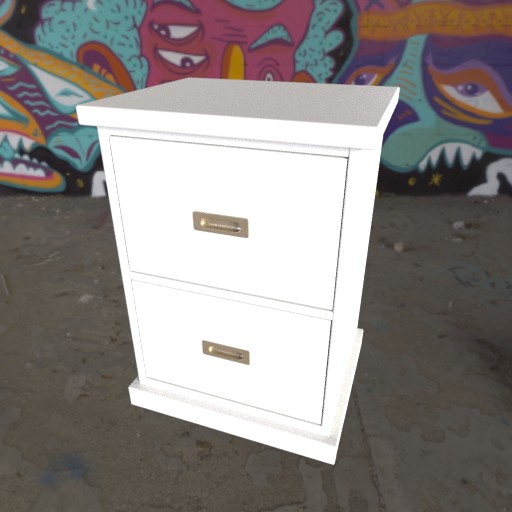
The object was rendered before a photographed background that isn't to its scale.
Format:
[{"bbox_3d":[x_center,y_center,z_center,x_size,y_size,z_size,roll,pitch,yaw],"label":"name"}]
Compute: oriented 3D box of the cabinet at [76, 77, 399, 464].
[{"bbox_3d":[0.000,0.000,1.048,0.520,0.723,0.431,10,30,17],"label":"cabinet"}]
